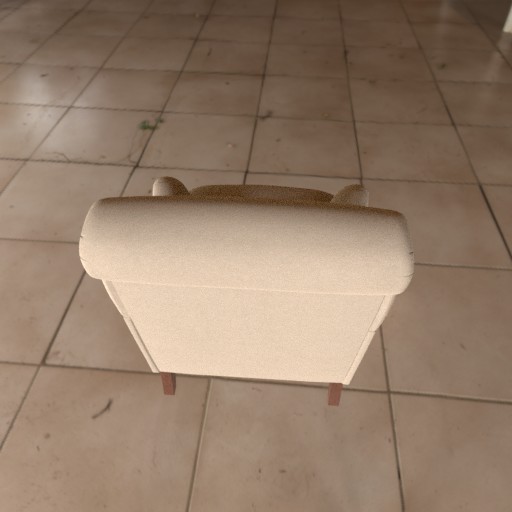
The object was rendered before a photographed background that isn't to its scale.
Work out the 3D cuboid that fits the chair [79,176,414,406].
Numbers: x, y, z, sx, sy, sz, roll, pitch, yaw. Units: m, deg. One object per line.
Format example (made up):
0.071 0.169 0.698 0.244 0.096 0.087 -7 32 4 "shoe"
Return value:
0.000 0.000 1.515 0.766 0.942 0.842 3 46 3 "chair"
